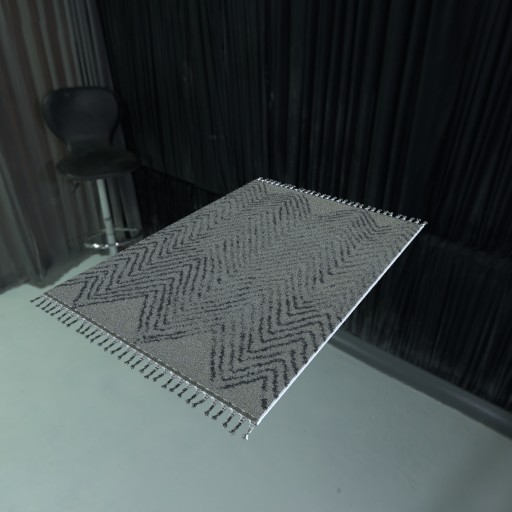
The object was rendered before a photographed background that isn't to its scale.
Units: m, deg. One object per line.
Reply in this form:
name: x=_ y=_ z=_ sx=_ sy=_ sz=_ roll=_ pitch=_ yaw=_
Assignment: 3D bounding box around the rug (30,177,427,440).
rug: x=0.000 y=0.000 z=2.330 sx=1.230 sy=0.014 sz=1.847 roll=21 pitch=38 yaw=30
